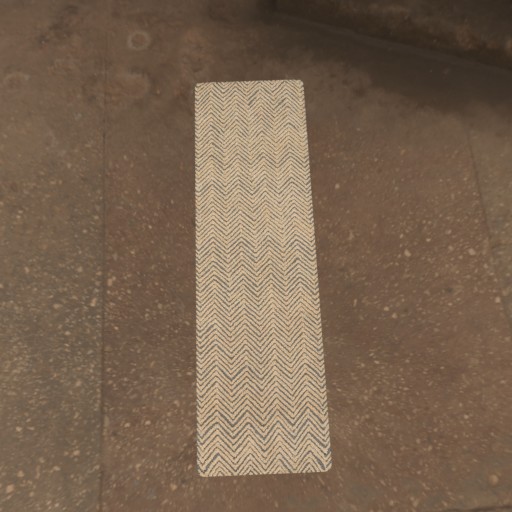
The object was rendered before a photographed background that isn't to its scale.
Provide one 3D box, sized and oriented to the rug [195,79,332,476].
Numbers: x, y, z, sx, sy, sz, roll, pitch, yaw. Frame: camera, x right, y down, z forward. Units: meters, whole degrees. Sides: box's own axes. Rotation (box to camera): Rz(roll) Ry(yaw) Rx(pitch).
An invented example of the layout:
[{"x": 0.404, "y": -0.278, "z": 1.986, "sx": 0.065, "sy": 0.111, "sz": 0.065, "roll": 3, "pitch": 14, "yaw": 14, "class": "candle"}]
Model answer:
[{"x": 0.000, "y": 0.000, "z": 2.532, "sx": 0.686, "sy": 0.008, "sz": 2.286, "roll": -2, "pitch": 76, "yaw": -1, "class": "rug"}]
